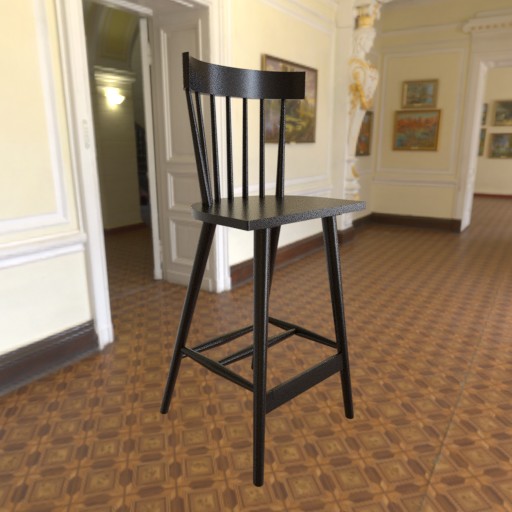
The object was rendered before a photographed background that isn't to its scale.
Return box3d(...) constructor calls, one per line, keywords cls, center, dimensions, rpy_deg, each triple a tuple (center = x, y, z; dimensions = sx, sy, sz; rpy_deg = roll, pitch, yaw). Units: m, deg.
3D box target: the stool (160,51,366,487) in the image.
box3d(cls="stool", center=(0.000, 0.000, 1.346), dimensions=(0.482, 1.092, 0.483), rpy_deg=(-14, 20, -43))
